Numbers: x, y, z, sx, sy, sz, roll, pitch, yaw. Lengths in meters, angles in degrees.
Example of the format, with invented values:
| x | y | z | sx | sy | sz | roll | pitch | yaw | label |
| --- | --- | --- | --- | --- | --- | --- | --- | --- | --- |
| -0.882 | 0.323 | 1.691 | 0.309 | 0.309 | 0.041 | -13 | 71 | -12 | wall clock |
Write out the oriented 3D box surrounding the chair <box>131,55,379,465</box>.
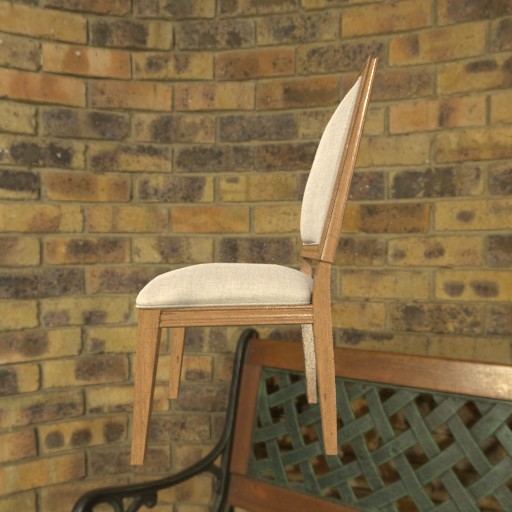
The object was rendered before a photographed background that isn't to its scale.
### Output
| x | y | z | sx | sy | sz | roll | pitch | yaw | label |
| --- | --- | --- | --- | --- | --- | --- | --- | --- | --- |
| 0.000 | 0.000 | 1.298 | 0.601 | 0.988 | 0.536 | 0 | 1 | 0 | chair |
